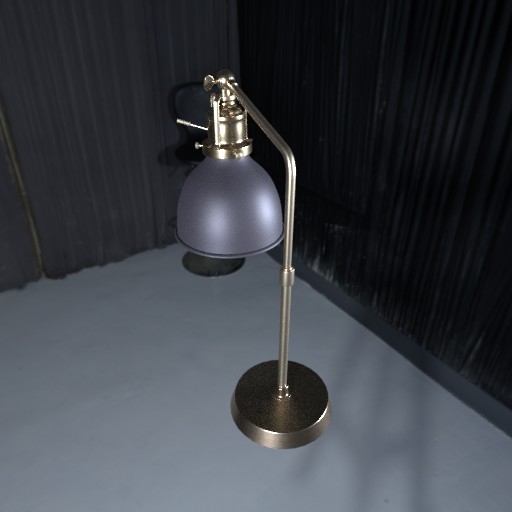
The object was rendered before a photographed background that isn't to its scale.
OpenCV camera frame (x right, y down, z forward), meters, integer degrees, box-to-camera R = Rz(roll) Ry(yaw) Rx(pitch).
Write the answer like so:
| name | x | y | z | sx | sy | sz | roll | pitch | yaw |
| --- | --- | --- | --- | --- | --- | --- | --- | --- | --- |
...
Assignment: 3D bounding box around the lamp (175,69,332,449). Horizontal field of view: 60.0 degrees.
| name | x | y | z | sx | sy | sz | roll | pitch | yaw |
| --- | --- | --- | --- | --- | --- | --- | --- | --- | --- |
| lamp | 0.000 | 0.000 | 0.602 | 0.160 | 0.456 | 0.291 | -20 | 36 | -29 |
